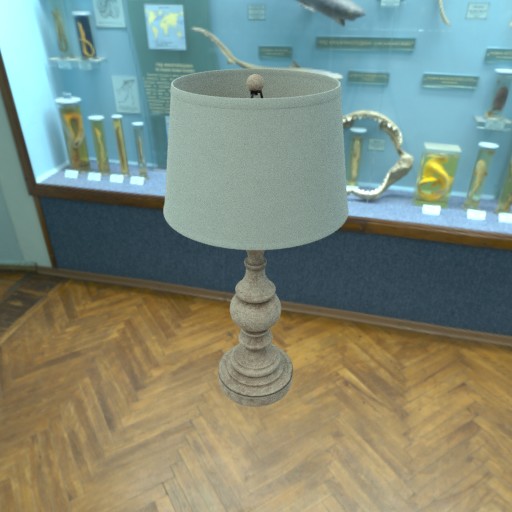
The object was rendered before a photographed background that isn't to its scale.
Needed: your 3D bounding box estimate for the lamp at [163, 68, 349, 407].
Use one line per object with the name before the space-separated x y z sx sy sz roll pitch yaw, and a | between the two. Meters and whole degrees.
lamp | 0.000 0.000 0.884 0.340 0.678 0.340 0 31 0
